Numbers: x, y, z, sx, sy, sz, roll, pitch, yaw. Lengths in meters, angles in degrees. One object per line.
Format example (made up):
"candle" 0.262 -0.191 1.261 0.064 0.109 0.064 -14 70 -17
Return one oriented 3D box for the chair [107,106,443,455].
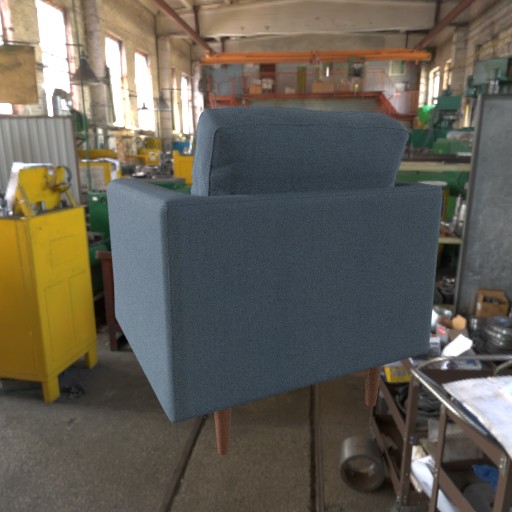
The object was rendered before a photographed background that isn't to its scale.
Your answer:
"chair" 0.000 0.000 1.514 0.855 0.922 0.820 -7 15 -26
